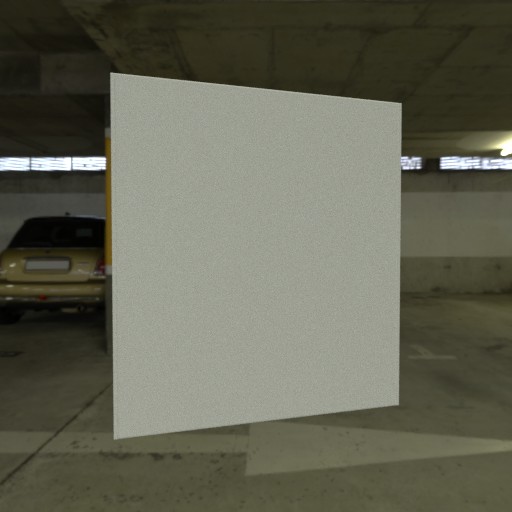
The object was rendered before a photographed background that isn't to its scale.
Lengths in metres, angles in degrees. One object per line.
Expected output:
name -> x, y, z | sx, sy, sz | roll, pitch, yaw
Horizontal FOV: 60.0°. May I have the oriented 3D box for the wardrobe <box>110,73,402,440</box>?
wardrobe -> 0.000, 0.000, 2.984 | 1.830, 2.020, 0.600 | 0, 2, -17
